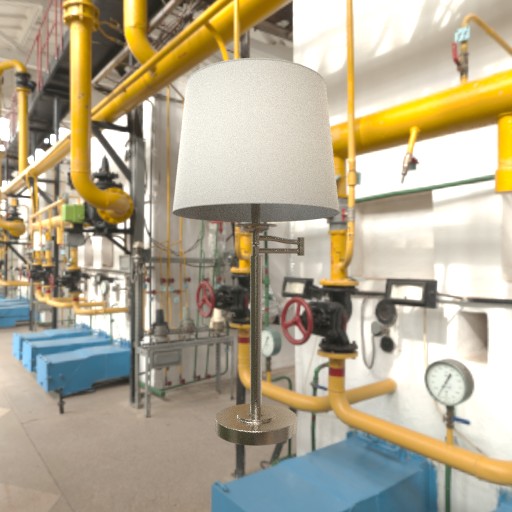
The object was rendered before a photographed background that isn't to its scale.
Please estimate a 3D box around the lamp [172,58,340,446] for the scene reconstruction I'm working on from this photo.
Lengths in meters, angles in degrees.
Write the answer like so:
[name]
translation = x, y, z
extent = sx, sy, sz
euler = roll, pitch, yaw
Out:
[lamp]
translation = 0.000, 0.000, 0.896
extent = 0.333, 0.696, 0.333
euler = 0, -1, 0
